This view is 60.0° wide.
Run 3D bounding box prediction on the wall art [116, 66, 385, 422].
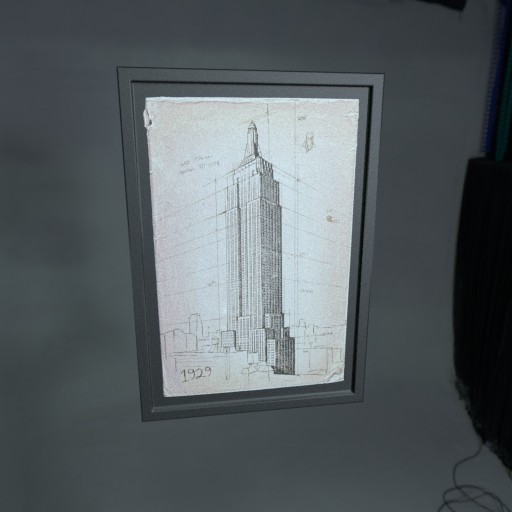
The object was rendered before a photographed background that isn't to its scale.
[{"bbox_3d":[0.000,0.000,0.554,0.303,0.431,0.013,-2,14,-9],"label":"wall art"}]
